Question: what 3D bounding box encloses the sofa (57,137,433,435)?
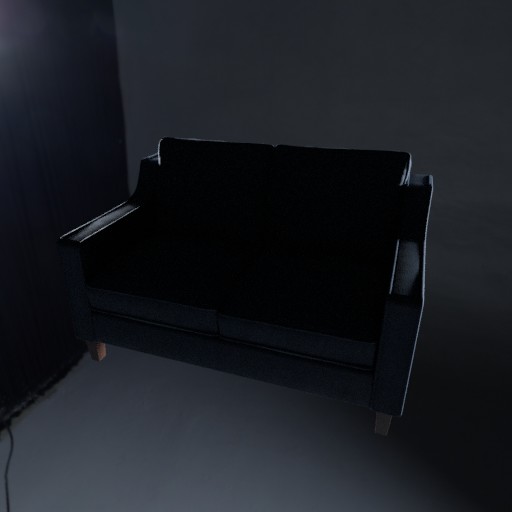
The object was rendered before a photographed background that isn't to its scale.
[{"bbox_3d":[0.000,0.000,2.144,1.501,0.971,0.987,9,28,17],"label":"sofa"}]
